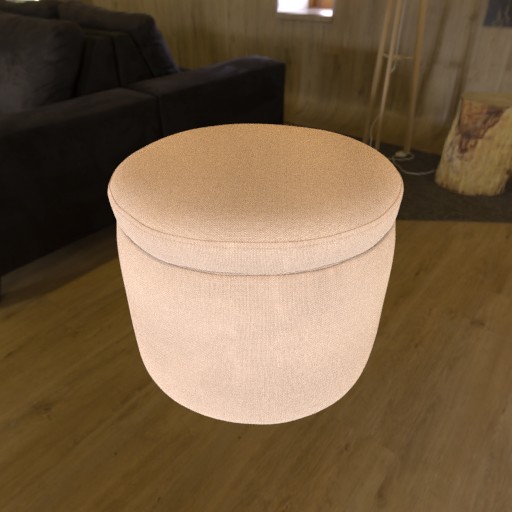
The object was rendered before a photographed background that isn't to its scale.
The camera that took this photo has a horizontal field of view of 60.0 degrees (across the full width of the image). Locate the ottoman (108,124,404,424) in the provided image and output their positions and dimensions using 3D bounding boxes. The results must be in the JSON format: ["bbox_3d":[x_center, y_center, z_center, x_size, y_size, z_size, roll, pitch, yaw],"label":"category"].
[{"bbox_3d":[0.000,0.000,0.856,0.497,0.409,0.497,0,33,0],"label":"ottoman"}]
